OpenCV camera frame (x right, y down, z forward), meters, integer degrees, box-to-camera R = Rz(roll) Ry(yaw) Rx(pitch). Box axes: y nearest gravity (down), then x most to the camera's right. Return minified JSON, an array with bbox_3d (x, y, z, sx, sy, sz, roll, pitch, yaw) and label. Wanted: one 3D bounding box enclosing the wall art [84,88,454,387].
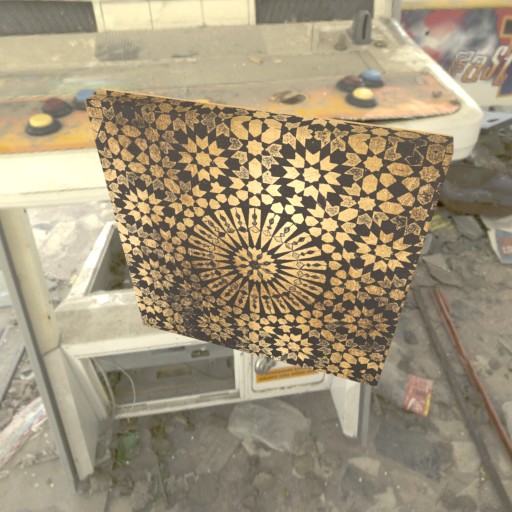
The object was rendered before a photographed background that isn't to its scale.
[{"bbox_3d":[0.000,0.000,0.613,0.405,0.405,0.038,12,43,13],"label":"wall art"}]
